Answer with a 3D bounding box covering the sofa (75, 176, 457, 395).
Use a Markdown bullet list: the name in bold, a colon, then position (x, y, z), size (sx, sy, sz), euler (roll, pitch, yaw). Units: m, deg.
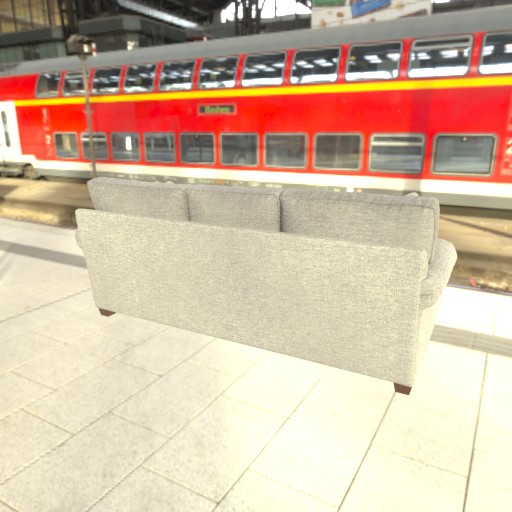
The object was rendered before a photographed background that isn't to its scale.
- **sofa**: position (0.000, 0.000, 2.850), size (2.312, 0.975, 0.965), euler (8, 18, 27)
